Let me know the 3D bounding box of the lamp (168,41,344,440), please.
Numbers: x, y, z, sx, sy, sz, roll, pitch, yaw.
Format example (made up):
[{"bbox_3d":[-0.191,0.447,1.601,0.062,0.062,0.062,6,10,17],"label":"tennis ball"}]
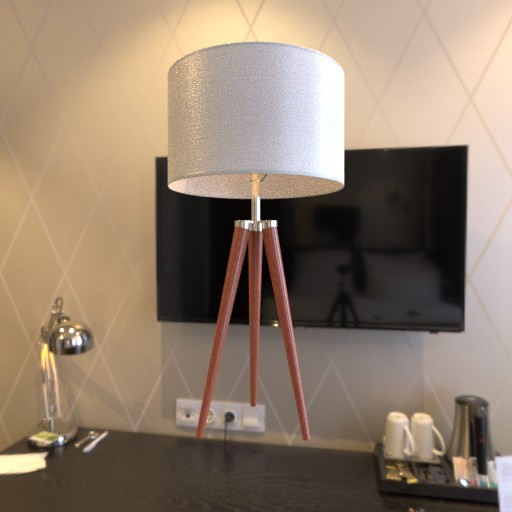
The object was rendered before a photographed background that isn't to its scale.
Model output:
[{"bbox_3d":[0.000,0.000,0.909,0.354,0.709,0.355,0,1,-19],"label":"lamp"}]
